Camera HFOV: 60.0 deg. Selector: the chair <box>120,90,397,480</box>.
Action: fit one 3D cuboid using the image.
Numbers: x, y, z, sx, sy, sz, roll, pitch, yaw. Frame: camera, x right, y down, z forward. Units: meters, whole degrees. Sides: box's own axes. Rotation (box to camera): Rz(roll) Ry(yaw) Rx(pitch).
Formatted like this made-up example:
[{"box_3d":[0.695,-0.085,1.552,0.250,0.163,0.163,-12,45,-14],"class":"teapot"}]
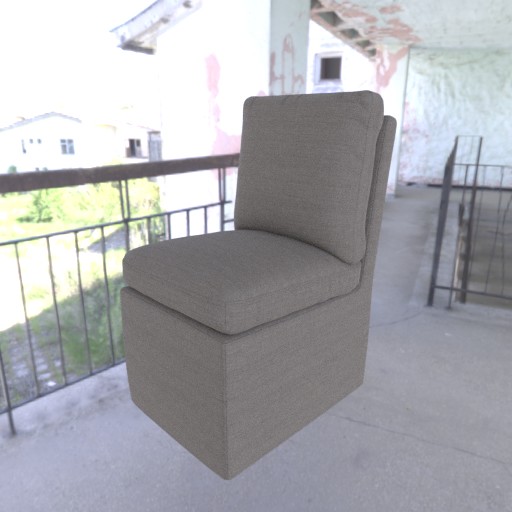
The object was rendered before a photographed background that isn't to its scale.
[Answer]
[{"box_3d":[0.000,0.000,1.323,0.698,0.927,0.503,-16,23,-42],"class":"chair"}]
